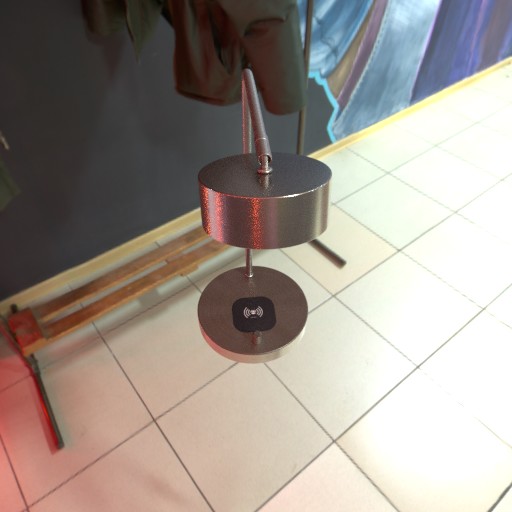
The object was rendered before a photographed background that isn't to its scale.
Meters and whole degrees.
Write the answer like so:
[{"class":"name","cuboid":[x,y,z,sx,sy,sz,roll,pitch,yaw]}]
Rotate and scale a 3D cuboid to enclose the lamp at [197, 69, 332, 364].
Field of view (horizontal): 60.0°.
[{"class":"lamp","cuboid":[0.000,0.000,0.657,0.211,0.469,0.334,-4,46,-4]}]
